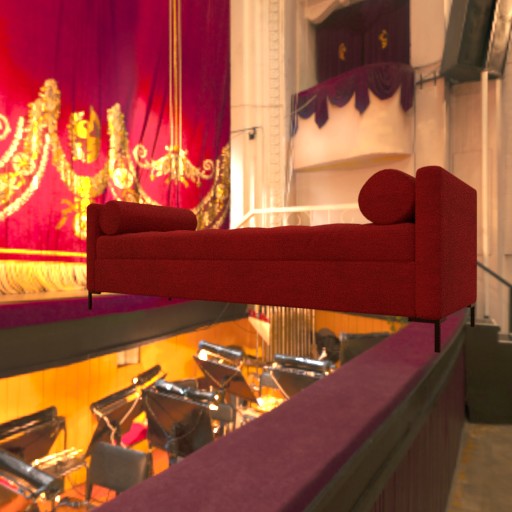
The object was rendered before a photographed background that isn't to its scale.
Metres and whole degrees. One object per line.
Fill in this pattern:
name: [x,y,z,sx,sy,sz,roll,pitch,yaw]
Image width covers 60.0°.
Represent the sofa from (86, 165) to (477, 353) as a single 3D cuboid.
sofa: [0.000,0.000,2.305,1.981,0.635,0.686,0,0,36]
